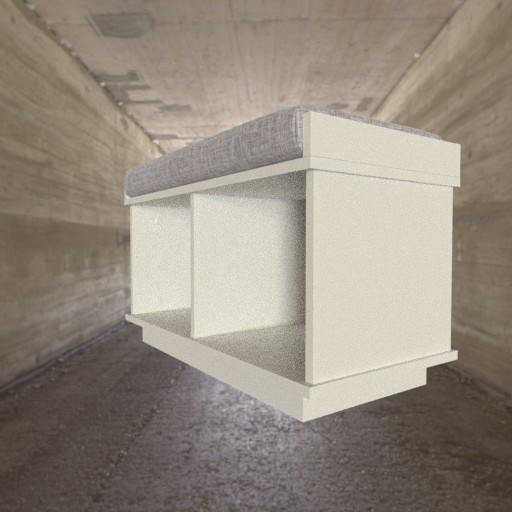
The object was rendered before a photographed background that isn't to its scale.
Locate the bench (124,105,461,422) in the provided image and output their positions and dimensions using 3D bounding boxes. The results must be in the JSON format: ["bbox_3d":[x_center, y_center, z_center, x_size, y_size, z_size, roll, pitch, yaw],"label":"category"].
[{"bbox_3d":[0.000,0.000,0.980,0.362,0.461,0.734,-1,2,-35],"label":"bench"}]
